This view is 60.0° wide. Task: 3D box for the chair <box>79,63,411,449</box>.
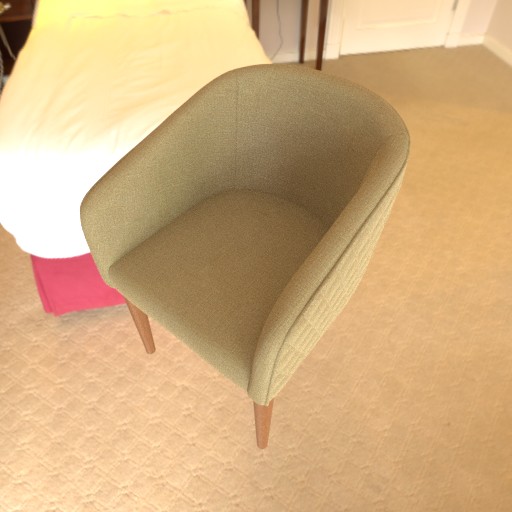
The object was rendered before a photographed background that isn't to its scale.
[{"bbox_3d":[0.000,0.000,1.177,0.584,0.775,0.616,31,54,26],"label":"chair"}]
